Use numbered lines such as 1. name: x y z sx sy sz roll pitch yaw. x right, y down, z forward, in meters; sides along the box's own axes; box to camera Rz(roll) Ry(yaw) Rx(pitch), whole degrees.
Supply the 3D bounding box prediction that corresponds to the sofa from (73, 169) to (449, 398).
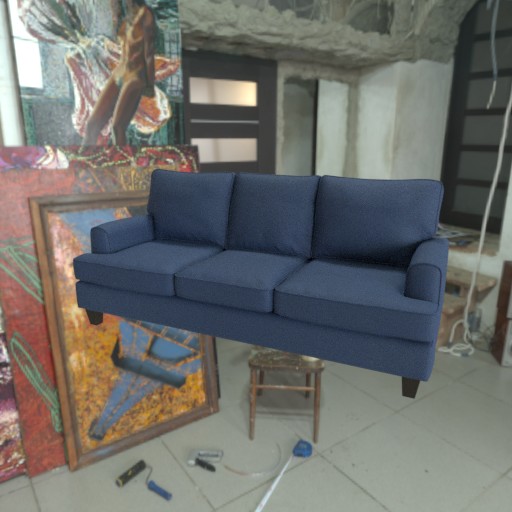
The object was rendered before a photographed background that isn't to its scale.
1. sofa: 0.000 0.000 2.727 2.158 0.965 0.951 7 16 24
